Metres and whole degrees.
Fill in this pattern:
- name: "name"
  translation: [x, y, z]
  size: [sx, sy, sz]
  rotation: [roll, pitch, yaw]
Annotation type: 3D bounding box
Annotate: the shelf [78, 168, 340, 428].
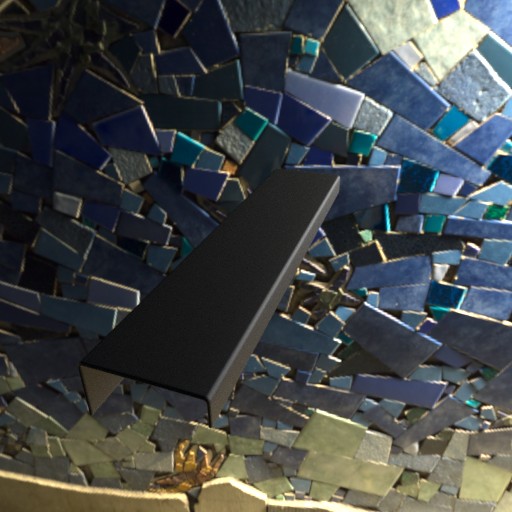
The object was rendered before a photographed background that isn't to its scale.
- name: "shelf"
  translation: [0.000, 0.000, 0.490]
  size: [0.102, 0.053, 0.456]
  rotation: [10, 30, 17]
